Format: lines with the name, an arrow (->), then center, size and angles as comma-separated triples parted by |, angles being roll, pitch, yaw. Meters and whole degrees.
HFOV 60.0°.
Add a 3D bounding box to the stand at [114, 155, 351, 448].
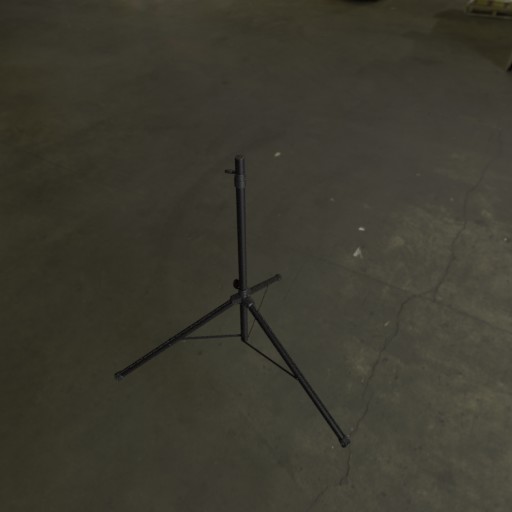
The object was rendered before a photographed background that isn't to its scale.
stand -> 0.000, 0.000, 2.779 | 1.596, 1.595, 1.339 | 12, 42, 14
